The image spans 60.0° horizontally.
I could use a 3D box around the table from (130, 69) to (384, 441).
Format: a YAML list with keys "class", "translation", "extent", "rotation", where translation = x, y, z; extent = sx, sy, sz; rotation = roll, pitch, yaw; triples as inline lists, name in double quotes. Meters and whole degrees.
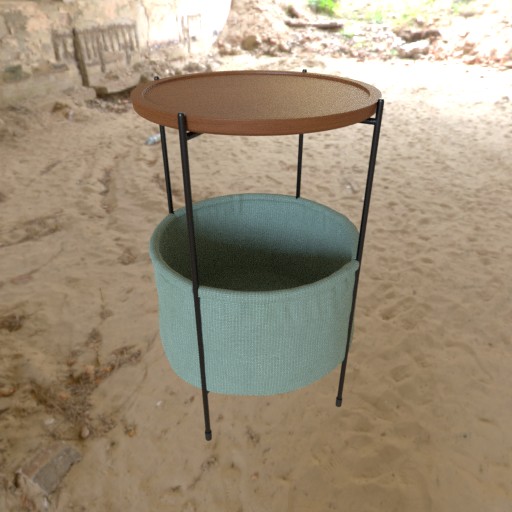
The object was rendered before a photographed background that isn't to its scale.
- class: "table"
  translation: [0.000, 0.000, 0.858]
  extent: [0.400, 0.623, 0.400]
  rotation: [-9, 32, -14]
